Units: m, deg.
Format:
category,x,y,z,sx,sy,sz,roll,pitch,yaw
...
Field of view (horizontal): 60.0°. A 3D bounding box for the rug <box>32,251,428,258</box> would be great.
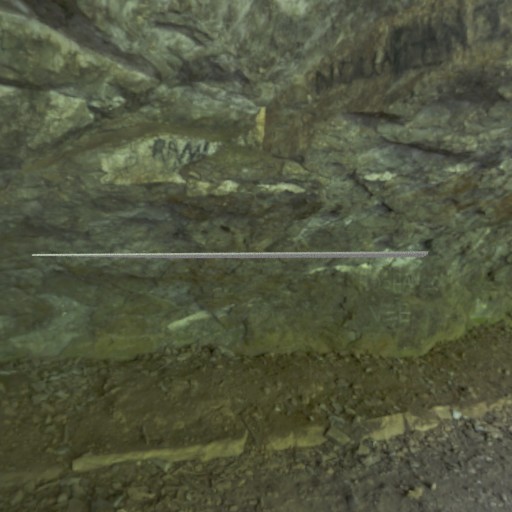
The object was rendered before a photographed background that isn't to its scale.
category,x,y,z,sx,sy,sz,roll,pitch,yaw
rug,0.000,0.000,3.633,2.584,0.011,2.073,0,-1,20
